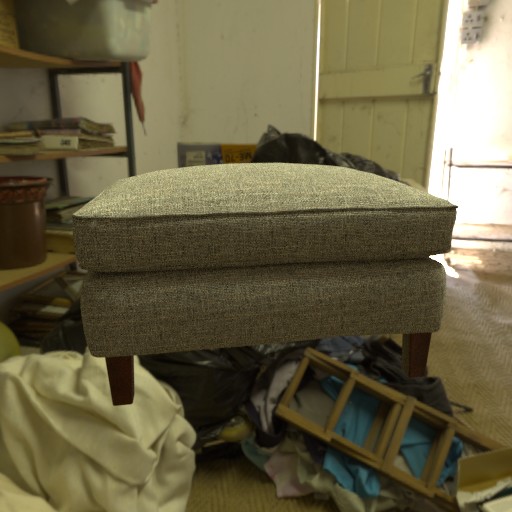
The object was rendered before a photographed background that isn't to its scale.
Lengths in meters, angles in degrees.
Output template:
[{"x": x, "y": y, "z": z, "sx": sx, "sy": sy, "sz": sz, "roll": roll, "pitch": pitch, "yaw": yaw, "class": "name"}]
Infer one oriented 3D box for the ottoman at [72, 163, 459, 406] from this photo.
[{"x": 0.000, "y": 0.000, "z": 0.997, "sx": 0.686, "sy": 0.406, "sz": 0.508, "roll": -3, "pitch": 16, "yaw": -9, "class": "ottoman"}]
